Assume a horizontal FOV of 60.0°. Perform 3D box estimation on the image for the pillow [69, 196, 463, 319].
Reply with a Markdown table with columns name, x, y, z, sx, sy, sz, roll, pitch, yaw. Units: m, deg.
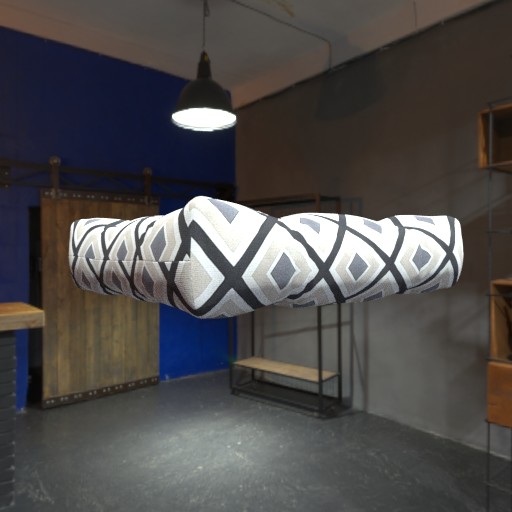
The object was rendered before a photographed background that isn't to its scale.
| name | x | y | z | sx | sy | sz | roll | pitch | yaw |
| --- | --- | --- | --- | --- | --- | --- | --- | --- | --- |
| pillow | 0.000 | 0.000 | 0.726 | 0.490 | 0.128 | 0.468 | 0 | 1 | -37 |
